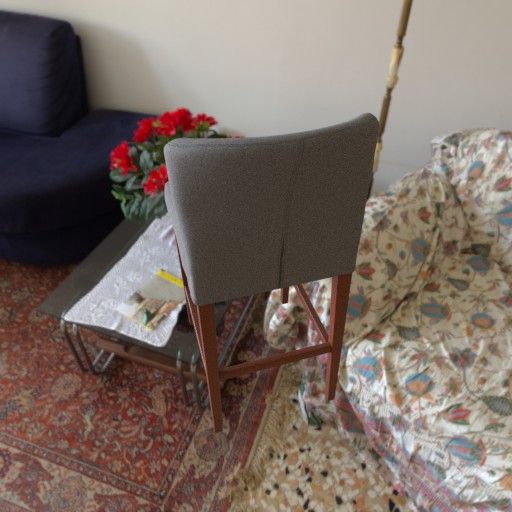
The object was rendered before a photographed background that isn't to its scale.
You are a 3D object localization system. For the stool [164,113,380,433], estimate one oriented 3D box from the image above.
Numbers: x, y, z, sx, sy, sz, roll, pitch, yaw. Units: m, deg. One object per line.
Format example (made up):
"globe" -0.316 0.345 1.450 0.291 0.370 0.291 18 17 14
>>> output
"stool" 0.000 0.000 1.379 0.481 1.069 0.568 -11 43 -12
